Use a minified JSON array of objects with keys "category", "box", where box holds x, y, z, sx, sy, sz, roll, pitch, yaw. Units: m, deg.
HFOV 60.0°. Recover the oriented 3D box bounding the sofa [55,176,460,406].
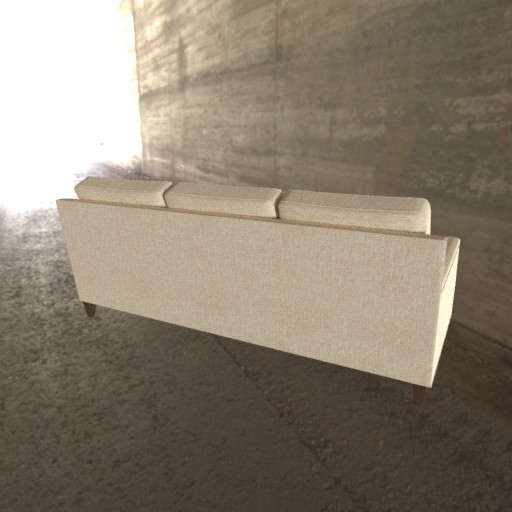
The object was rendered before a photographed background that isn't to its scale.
[{"category":"sofa","box":[0.000,0.000,2.716,2.210,0.940,1.041,8,18,27]}]
